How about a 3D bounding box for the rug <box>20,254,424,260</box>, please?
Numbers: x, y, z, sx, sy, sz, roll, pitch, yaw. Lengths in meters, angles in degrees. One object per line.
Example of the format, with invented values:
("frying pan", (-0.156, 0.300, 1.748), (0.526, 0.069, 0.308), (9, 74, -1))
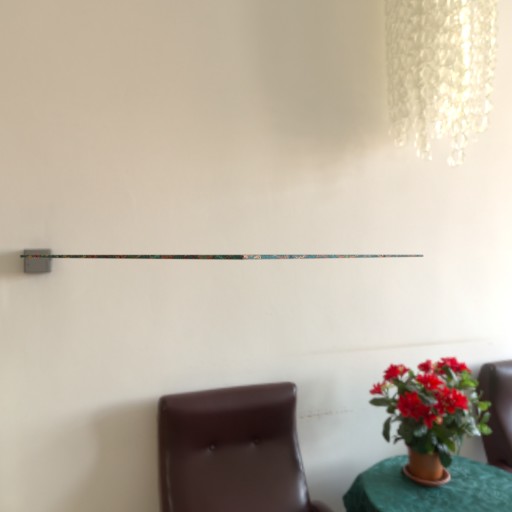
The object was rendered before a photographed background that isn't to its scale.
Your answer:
("rug", (0.000, 0.000, 2.317), (1.216, 0.014, 1.836), (0, 0, 35))
